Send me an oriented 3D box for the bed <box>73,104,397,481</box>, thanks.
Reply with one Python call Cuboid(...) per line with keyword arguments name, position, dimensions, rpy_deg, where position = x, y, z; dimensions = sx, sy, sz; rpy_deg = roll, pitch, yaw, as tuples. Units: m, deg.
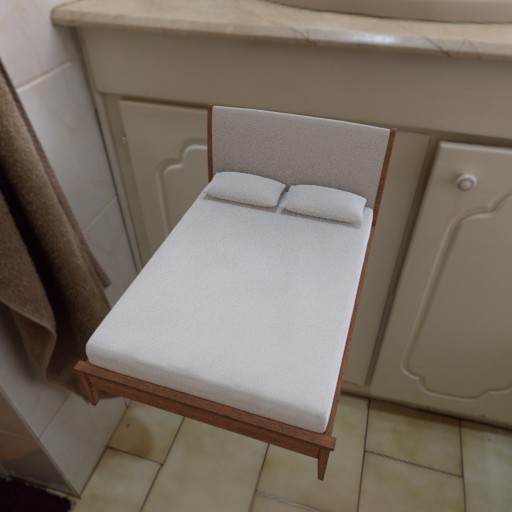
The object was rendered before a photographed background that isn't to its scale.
Cuboid(name="bed", position=(0.000, 0.000, 2.980), dimensions=(1.502, 1.135, 2.108), rpy_deg=(12, 42, 14))
